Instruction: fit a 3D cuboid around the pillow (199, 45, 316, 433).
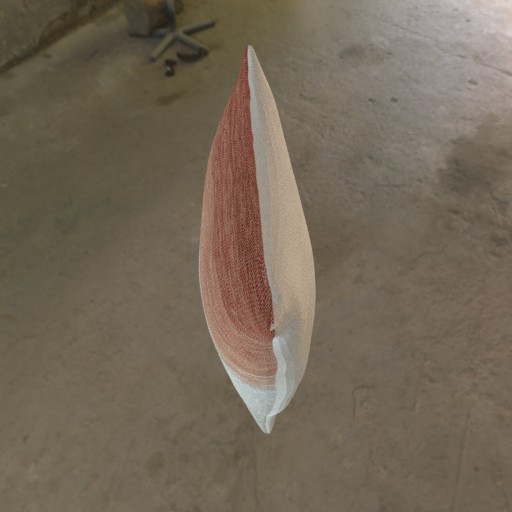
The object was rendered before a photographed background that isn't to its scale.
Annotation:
[{"bbox_3d":[0.000,0.000,0.685,0.182,0.441,0.440,-3,57,-2],"label":"pillow"}]
